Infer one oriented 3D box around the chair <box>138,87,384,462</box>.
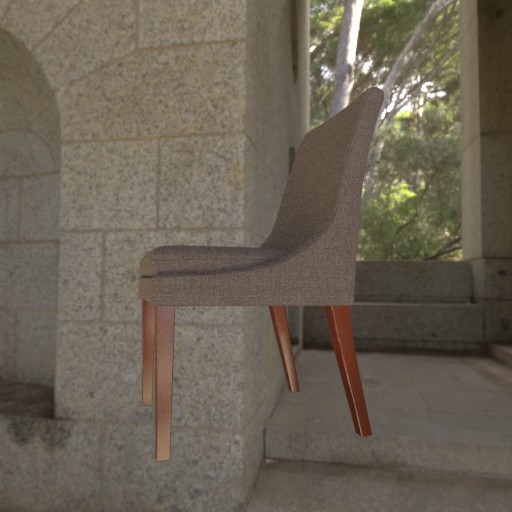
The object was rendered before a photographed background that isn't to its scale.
[{"bbox_3d":[0.000,0.000,1.336,0.655,0.952,0.508,1,-3,-18],"label":"chair"}]
